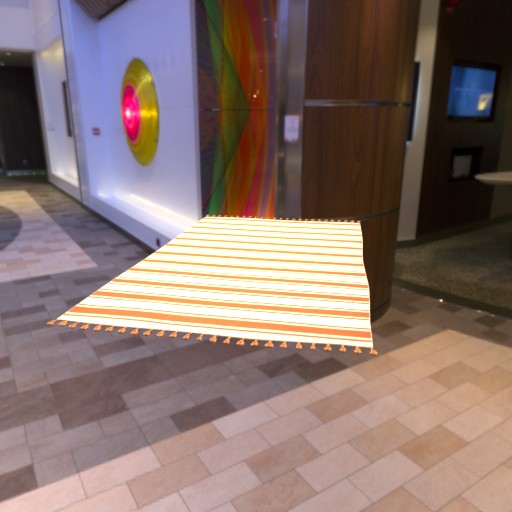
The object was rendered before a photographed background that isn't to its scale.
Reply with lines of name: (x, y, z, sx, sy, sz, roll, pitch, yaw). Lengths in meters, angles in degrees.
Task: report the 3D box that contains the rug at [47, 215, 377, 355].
rug: (0.000, 0.000, 2.554, 1.232, 0.017, 2.092, 3, 17, 11)
